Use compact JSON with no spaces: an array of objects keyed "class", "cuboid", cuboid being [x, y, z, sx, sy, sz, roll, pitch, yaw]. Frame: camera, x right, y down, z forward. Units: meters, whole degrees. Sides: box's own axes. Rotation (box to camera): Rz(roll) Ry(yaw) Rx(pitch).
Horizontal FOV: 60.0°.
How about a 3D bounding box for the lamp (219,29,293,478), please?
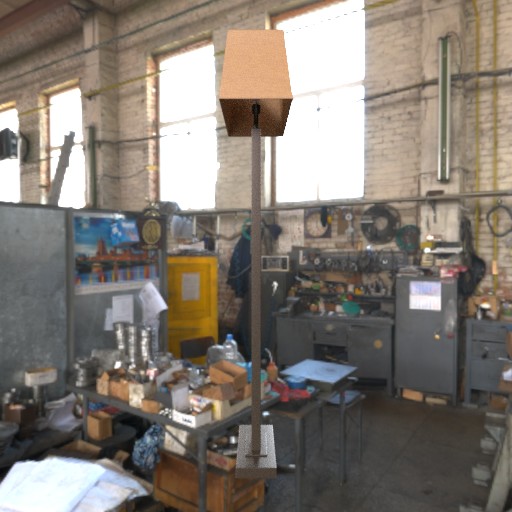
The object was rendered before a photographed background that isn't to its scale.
[{"class":"lamp","cuboid":[0.000,0.000,1.635,0.233,1.469,0.475,0,1,0]}]
